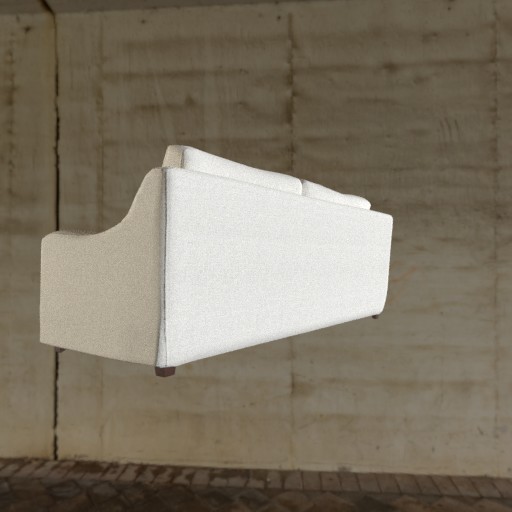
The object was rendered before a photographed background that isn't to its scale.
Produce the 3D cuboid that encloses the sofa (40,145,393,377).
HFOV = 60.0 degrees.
[{"bbox_3d":[0.000,0.000,2.987,1.009,1.022,2.470,0,-1,37],"label":"sofa"}]
